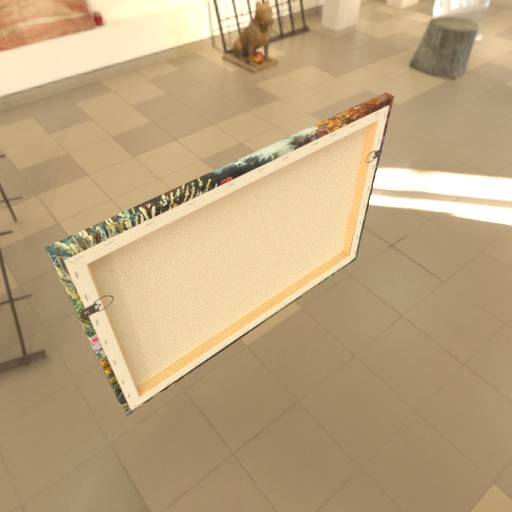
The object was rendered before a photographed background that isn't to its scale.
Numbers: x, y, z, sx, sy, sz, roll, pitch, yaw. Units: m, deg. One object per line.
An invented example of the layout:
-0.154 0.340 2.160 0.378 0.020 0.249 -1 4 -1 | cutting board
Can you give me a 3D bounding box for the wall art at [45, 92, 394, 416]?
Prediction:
0.000 0.000 1.459 1.136 0.760 0.042 -31 53 -26 | wall art
